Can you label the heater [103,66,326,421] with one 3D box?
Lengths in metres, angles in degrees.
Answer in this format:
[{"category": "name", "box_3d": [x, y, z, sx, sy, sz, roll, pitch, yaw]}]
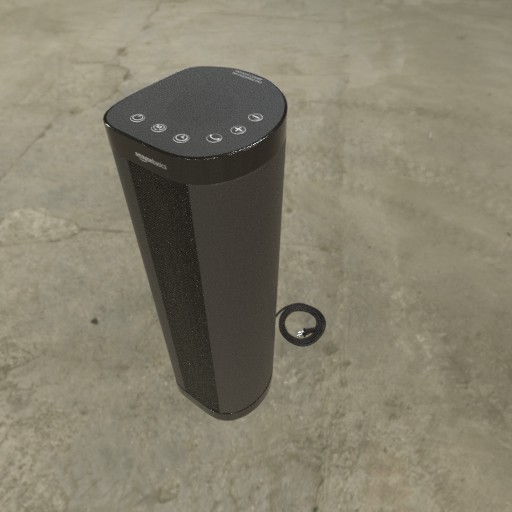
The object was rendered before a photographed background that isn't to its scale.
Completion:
[{"category": "heater", "box_3d": [0.000, 0.000, 0.677, 0.174, 0.552, 0.312, 29, 54, 24]}]
